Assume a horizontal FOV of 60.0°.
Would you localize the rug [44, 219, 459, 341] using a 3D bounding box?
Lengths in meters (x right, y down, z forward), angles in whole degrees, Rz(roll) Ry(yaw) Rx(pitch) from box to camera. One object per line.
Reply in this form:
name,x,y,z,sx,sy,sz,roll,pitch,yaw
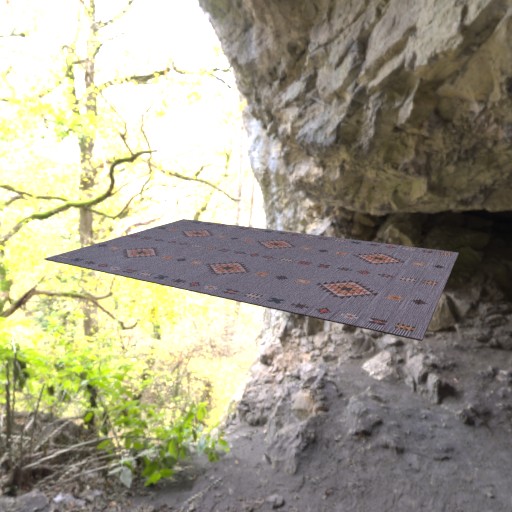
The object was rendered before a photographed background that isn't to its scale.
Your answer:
rug,0.000,0.000,3.049,2.427,0.007,1.515,9,19,28
